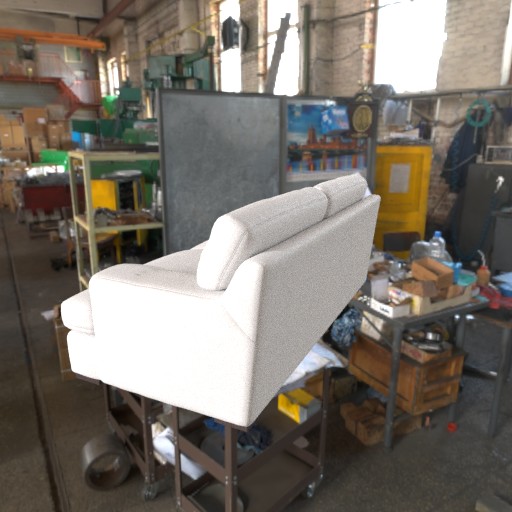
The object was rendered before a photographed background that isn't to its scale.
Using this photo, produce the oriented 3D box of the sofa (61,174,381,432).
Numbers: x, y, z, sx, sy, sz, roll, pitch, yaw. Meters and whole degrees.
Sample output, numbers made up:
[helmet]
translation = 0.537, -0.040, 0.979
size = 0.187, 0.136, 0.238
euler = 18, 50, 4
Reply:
[sofa]
translation = 0.000, 0.000, 2.868
size = 1.143, 0.940, 2.261
euler = 7, 17, 25
